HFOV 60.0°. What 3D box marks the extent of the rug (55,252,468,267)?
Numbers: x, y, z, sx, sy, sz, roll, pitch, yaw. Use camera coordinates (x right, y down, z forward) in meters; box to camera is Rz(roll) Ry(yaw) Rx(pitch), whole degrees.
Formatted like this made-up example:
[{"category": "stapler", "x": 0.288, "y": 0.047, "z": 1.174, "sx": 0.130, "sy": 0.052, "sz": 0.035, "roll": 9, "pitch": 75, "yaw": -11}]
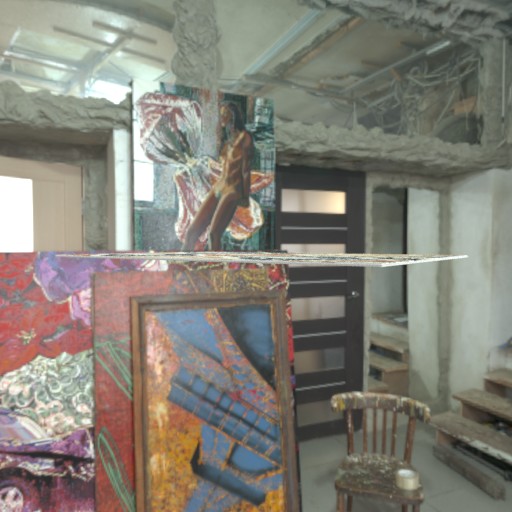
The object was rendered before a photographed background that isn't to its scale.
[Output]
[{"category": "rug", "x": 0.000, "y": 0.000, "z": 2.919, "sx": 2.275, "sy": 0.014, "sz": 1.514, "roll": 1, "pitch": 2, "yaw": 37}]
